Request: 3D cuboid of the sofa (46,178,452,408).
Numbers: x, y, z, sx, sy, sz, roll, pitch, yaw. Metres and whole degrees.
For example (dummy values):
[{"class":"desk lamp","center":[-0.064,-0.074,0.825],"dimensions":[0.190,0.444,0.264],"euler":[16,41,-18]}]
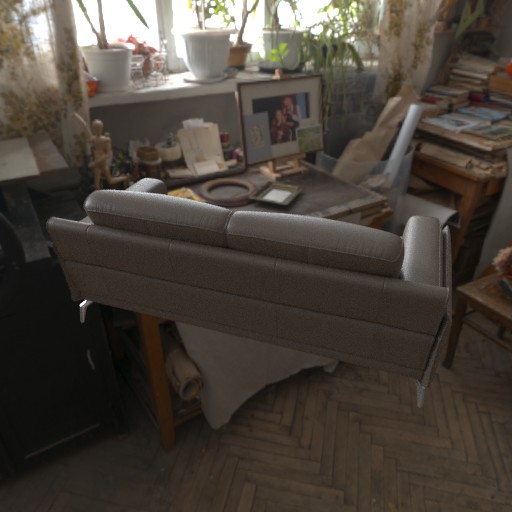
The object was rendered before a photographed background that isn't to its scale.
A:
[{"class":"sofa","center":[0.000,0.000,2.569],"dimensions":[2.101,0.930,1.049],"euler":[10,33,16]}]
